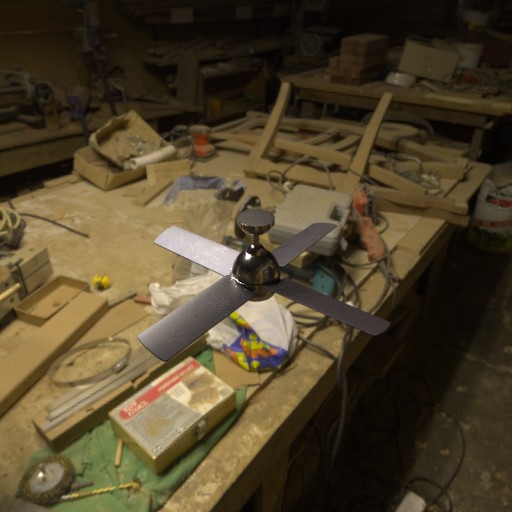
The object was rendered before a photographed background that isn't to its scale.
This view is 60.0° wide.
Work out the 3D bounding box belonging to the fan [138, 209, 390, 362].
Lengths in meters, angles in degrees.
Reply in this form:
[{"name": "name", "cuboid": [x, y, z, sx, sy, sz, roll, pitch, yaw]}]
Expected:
[{"name": "fan", "cuboid": [0.000, 0.000, 2.087, 1.332, 0.403, 1.332, 22, 38, 32]}]
